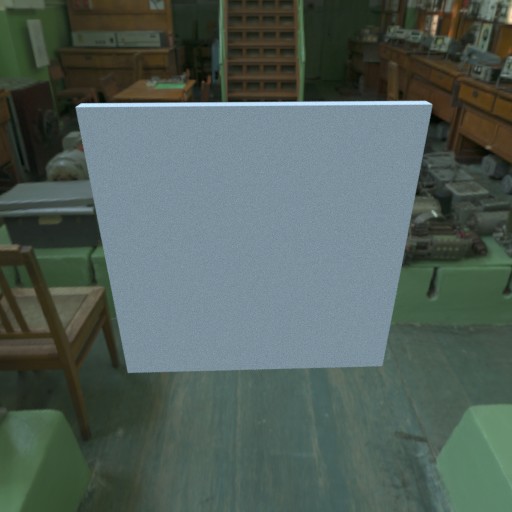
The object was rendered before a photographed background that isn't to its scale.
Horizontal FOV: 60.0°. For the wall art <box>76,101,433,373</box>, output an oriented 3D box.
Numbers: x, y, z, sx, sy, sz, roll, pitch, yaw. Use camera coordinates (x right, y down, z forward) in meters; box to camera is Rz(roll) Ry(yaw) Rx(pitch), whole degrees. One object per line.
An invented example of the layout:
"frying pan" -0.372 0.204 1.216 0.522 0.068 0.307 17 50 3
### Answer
"wall art" 0.000 0.000 0.845 0.559 0.559 0.028 -1 30 -2
